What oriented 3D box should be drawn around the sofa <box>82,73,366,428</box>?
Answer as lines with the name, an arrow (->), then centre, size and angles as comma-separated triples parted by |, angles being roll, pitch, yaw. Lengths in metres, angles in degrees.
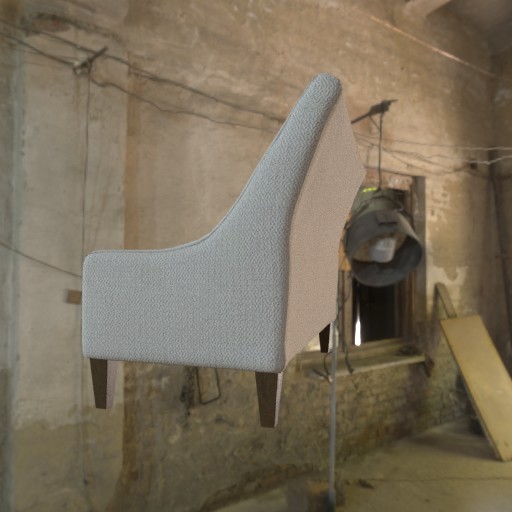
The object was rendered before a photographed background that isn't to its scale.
sofa -> 0.000, 0.000, 1.921 | 0.870, 1.022, 1.242 | 0, -1, 17
